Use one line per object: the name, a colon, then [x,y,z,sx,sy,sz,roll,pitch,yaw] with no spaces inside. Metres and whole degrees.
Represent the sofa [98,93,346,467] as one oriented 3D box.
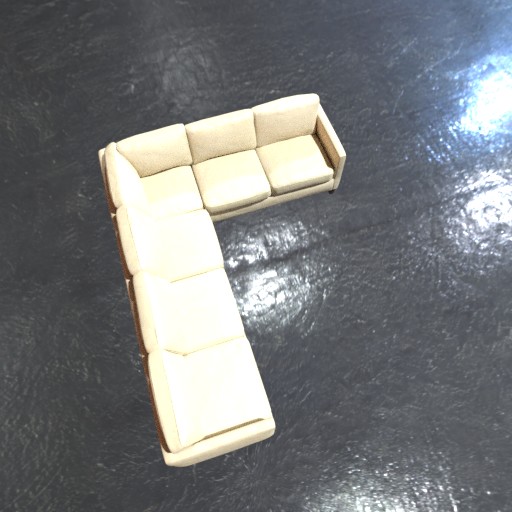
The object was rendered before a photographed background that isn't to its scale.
sofa: [0.000,0.000,4.497,2.593,0.947,3.302,-16,64,-8]
